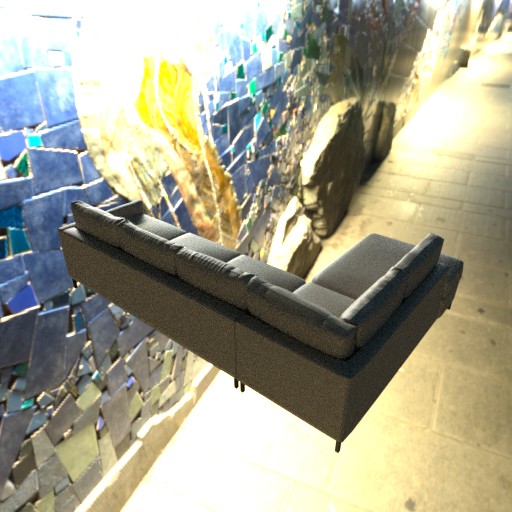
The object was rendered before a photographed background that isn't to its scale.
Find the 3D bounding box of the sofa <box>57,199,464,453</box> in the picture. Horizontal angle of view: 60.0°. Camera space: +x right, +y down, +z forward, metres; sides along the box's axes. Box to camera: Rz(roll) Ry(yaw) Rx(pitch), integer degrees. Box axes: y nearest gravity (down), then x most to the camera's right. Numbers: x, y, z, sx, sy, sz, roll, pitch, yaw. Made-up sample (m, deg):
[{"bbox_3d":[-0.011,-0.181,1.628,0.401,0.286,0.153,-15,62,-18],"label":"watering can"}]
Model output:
[{"bbox_3d":[0.000,0.000,3.168,2.423,0.703,1.617,22,36,33],"label":"sofa"}]
